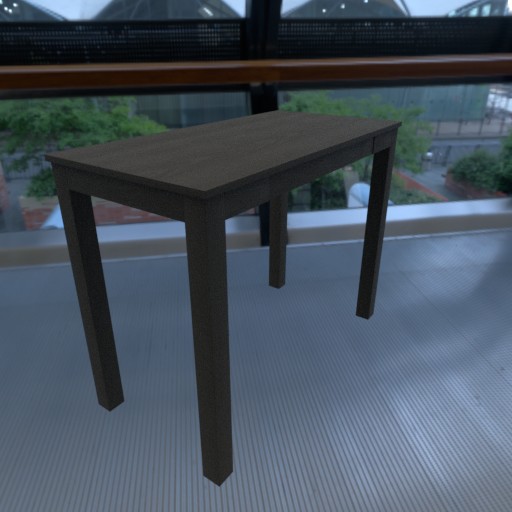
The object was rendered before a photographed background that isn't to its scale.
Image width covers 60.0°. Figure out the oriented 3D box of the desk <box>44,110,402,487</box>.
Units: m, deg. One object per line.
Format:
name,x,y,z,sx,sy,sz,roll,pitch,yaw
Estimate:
desk,0.000,0.000,1.422,0.499,0.762,0.991,17,30,32
